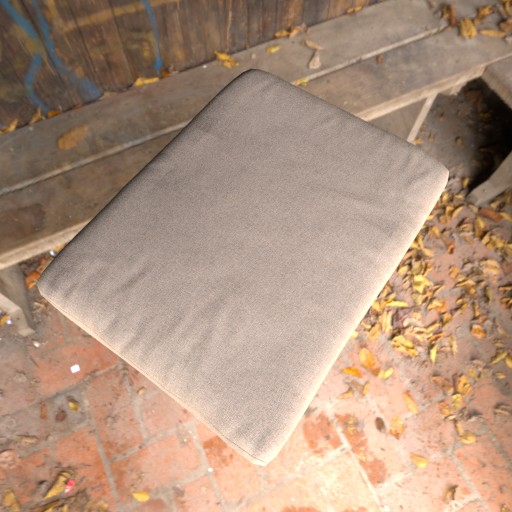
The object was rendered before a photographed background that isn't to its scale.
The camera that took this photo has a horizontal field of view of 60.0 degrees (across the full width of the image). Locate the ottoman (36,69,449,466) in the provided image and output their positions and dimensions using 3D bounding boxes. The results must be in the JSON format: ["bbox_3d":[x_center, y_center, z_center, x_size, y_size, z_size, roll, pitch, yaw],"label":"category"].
[{"bbox_3d":[0.000,0.000,1.284,0.692,0.511,0.902,32,68,15],"label":"ottoman"}]
